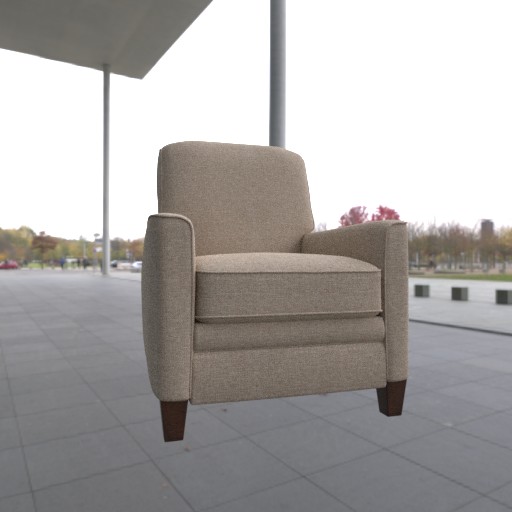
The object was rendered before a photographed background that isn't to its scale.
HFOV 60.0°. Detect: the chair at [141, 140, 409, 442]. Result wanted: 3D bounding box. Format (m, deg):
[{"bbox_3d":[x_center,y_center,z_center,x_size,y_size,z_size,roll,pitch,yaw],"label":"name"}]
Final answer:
[{"bbox_3d":[0.000,0.000,1.681,0.841,1.028,0.858,0,-1,-17],"label":"chair"}]
